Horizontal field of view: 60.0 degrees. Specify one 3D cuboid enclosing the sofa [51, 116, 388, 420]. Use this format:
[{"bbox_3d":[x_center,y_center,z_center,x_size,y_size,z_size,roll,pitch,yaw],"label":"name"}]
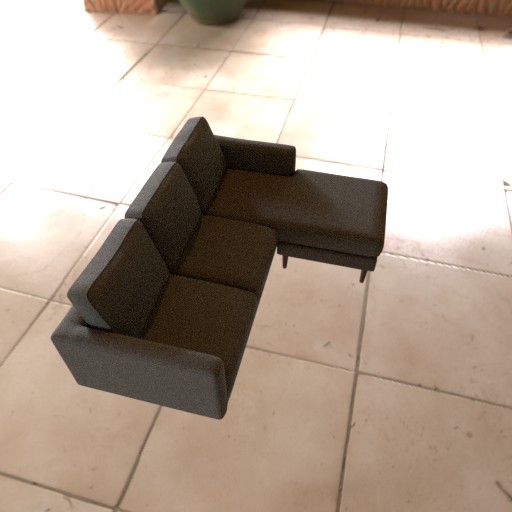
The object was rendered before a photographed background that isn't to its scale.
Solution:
[{"bbox_3d":[0.000,0.000,2.968,1.667,0.957,2.055,10,48,10],"label":"sofa"}]
